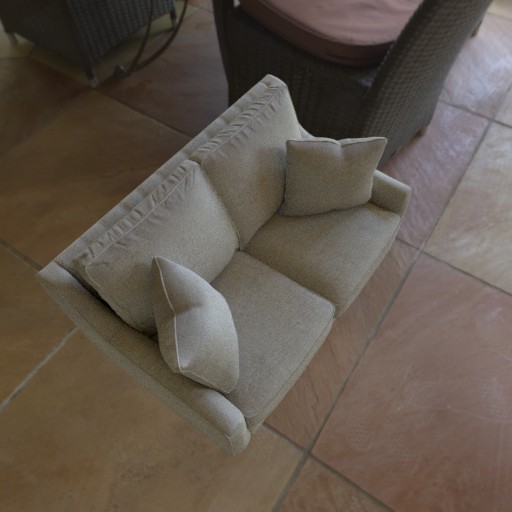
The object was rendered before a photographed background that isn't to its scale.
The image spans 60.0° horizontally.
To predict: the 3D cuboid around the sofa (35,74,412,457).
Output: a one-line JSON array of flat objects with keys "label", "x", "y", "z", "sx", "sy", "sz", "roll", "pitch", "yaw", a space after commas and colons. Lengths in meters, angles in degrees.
[{"label": "sofa", "x": 0.000, "y": 0.000, "z": 2.000, "sx": 0.915, "sy": 0.863, "sz": 1.422, "roll": 32, "pitch": 63, "yaw": 18}]
